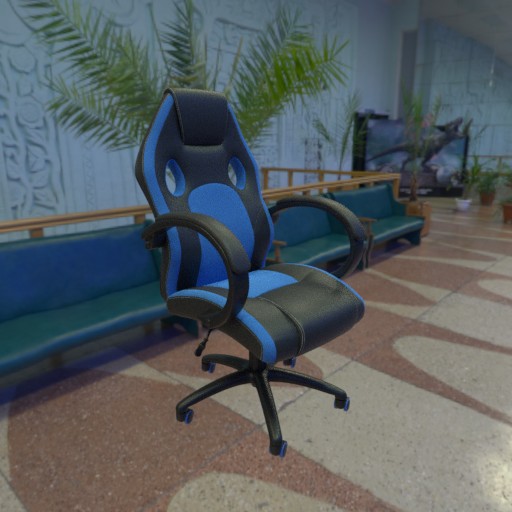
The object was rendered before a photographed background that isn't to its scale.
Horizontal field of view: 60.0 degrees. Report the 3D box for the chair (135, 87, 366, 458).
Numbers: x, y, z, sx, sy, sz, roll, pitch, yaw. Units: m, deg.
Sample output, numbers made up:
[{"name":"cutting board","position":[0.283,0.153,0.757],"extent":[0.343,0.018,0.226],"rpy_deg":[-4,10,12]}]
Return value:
[{"name":"chair","position":[0.000,0.000,1.609],"extent":[0.724,1.187,0.673],"rpy_deg":[14,20,43]}]
